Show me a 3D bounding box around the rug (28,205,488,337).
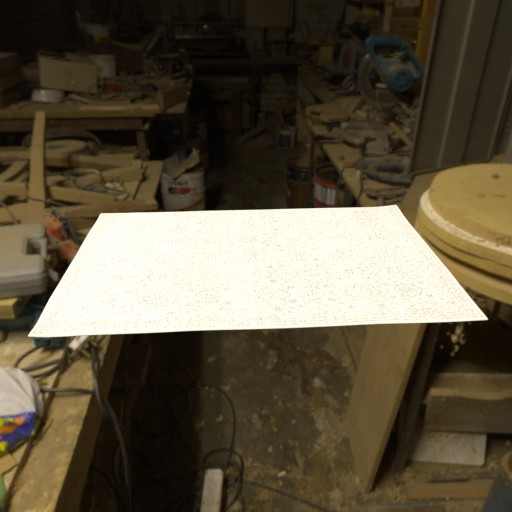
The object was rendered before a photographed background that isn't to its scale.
[{"bbox_3d":[0.000,0.000,2.978,2.434,0.023,1.518,-2,30,-3],"label":"rug"}]
